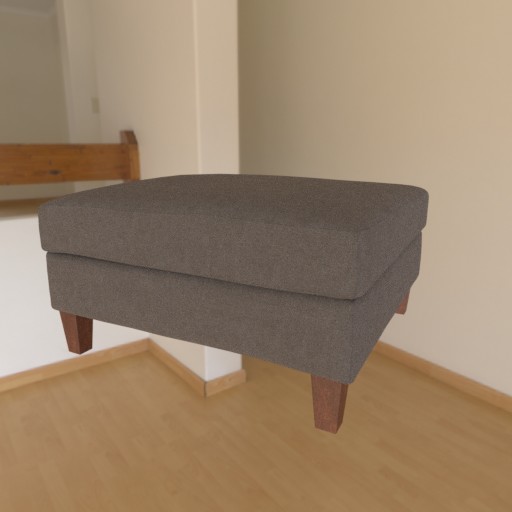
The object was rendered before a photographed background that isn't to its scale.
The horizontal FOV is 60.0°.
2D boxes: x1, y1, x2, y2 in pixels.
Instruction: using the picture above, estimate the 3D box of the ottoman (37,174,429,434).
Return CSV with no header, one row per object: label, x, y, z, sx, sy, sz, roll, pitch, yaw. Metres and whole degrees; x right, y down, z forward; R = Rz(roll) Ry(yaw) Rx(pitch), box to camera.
ottoman,0.000,0.000,1.366,0.881,0.482,0.861,7,16,27
